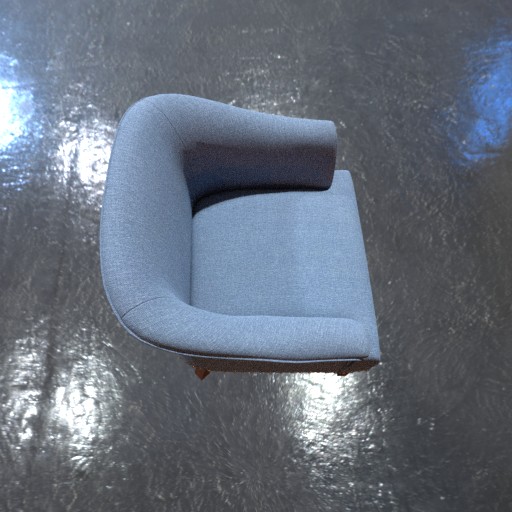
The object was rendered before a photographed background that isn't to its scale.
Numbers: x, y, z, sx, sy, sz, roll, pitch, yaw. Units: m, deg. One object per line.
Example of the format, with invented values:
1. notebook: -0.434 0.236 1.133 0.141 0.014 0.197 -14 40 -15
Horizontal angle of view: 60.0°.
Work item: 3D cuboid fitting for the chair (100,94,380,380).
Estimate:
1. chair: 0.000 0.000 1.393 0.704 0.815 0.772 -2 64 -1
